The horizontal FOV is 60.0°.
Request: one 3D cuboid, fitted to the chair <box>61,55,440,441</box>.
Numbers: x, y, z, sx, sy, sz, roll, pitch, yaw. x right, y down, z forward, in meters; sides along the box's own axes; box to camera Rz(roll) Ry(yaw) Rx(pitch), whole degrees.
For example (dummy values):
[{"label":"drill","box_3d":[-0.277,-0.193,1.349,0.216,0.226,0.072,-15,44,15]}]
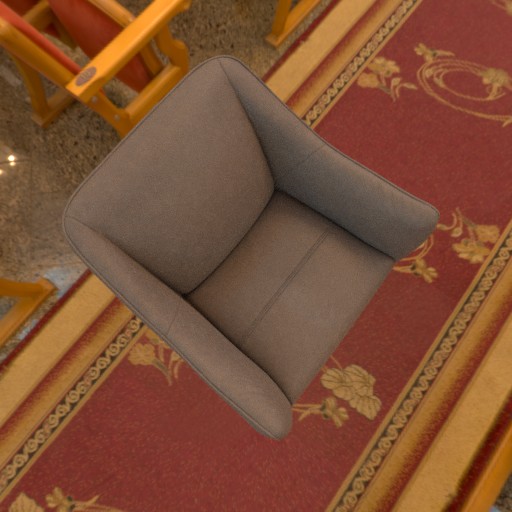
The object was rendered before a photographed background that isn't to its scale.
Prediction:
[{"label":"chair","box_3d":[0.000,0.000,1.547,0.852,0.830,0.871,37,78,9]}]
